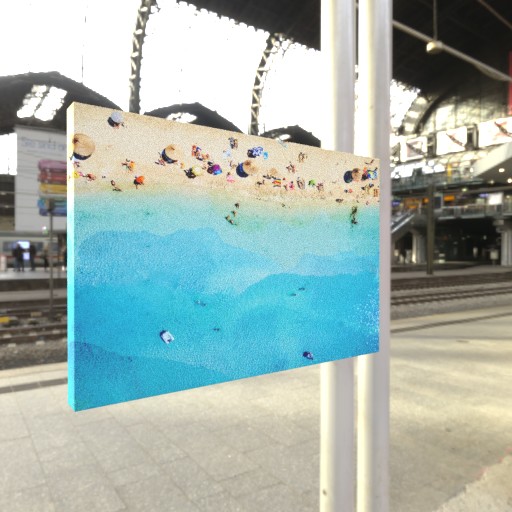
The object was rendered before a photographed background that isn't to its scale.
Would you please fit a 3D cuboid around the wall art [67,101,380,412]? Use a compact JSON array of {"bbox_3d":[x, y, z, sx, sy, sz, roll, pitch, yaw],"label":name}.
[{"bbox_3d":[0.000,0.000,1.130,0.894,0.595,0.057,0,1,-35],"label":"wall art"}]
